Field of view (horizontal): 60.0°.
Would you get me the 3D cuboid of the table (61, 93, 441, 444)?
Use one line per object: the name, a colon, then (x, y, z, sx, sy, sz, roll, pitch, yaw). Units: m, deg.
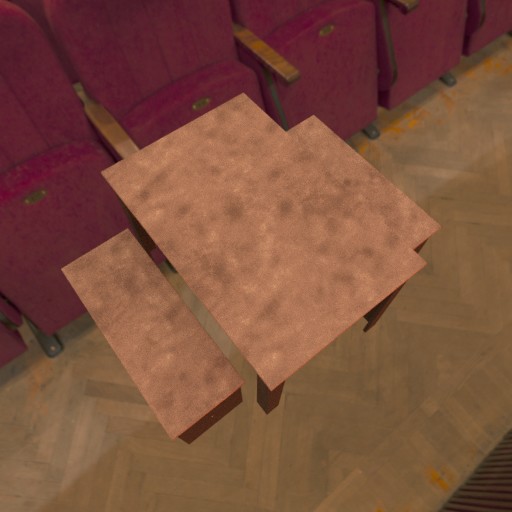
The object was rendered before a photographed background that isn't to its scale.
table: (0.000, 0.000, 2.018, 1.443, 0.700, 1.100, -35, 68, -17)
